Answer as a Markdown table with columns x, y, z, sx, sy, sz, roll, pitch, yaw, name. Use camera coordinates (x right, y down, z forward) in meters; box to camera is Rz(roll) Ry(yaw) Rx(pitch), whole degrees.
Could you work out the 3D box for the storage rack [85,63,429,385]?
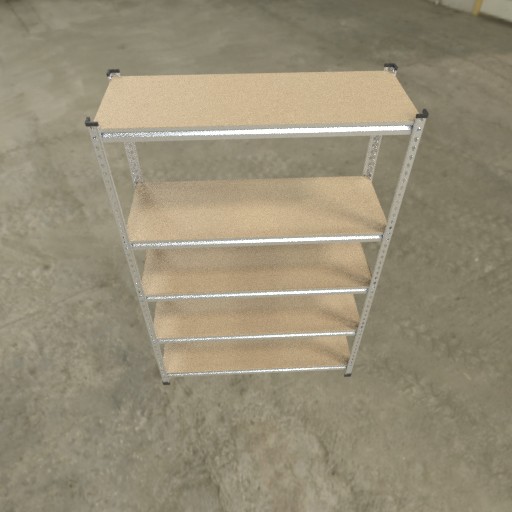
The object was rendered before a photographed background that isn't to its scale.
| x | y | z | sx | sy | sz | roll | pitch | yaw | name |
| --- | --- | --- | --- | --- | --- | --- | --- | --- | --- |
| 0.000 | 0.000 | 2.368 | 1.219 | 1.829 | 0.457 | -2 | 45 | -2 | storage rack |
